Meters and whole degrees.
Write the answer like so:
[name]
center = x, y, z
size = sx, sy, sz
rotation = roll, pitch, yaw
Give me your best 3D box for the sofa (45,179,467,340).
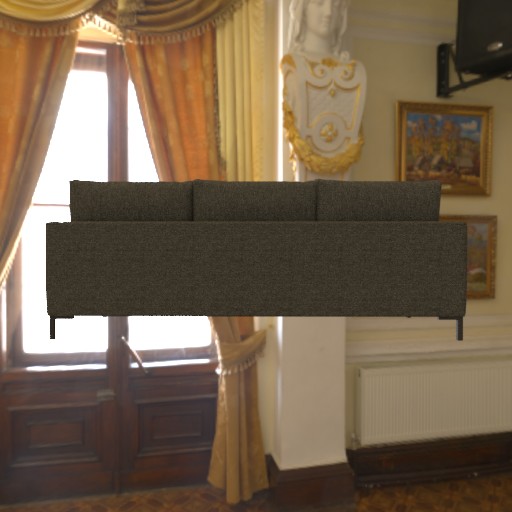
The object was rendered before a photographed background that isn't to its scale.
[sofa]
center = 0.000, 0.000, 2.754
size = 2.253, 0.879, 0.876
rotation = 0, 1, 0
